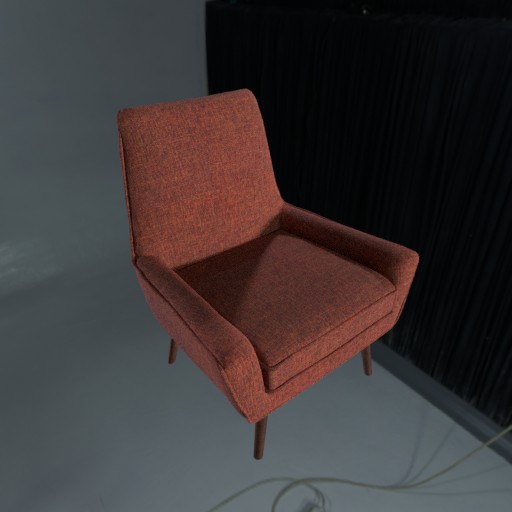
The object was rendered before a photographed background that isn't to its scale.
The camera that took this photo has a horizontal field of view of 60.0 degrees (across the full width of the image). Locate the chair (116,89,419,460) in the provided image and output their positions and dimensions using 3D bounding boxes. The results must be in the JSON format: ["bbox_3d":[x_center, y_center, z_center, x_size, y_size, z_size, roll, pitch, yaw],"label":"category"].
[{"bbox_3d":[0.000,0.000,1.478,0.803,0.911,0.784,-23,38,-33],"label":"chair"}]
